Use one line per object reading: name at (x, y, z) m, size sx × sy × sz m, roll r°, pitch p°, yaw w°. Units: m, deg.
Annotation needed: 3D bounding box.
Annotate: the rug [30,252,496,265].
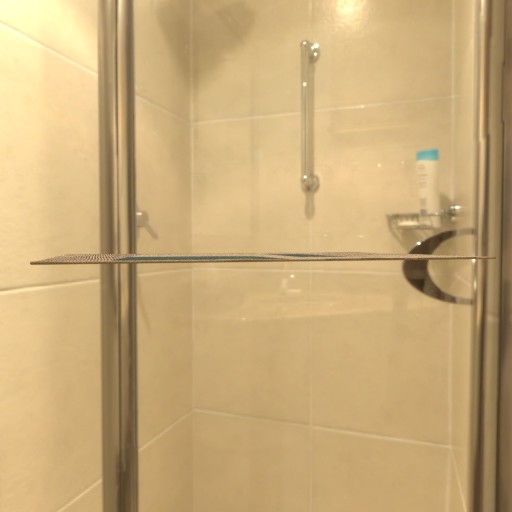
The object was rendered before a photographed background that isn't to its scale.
rug at (0.000, 0.000, 2.912) m, size 2.436 × 0.015 × 1.521 m, roll 0°, pitch 2°, yaw -18°
